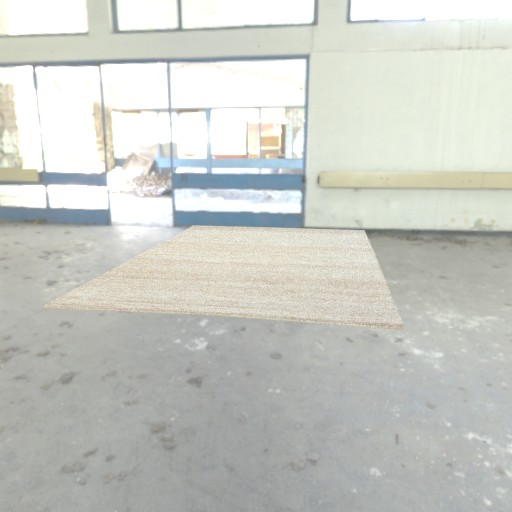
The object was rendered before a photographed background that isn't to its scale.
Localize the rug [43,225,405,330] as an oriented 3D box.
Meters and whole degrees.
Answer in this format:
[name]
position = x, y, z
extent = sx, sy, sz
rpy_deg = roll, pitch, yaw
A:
[rug]
position = 0.000, 0.000, 2.991
extent = 1.596, 0.030, 2.283
rpy_deg = 2, 13, 9
